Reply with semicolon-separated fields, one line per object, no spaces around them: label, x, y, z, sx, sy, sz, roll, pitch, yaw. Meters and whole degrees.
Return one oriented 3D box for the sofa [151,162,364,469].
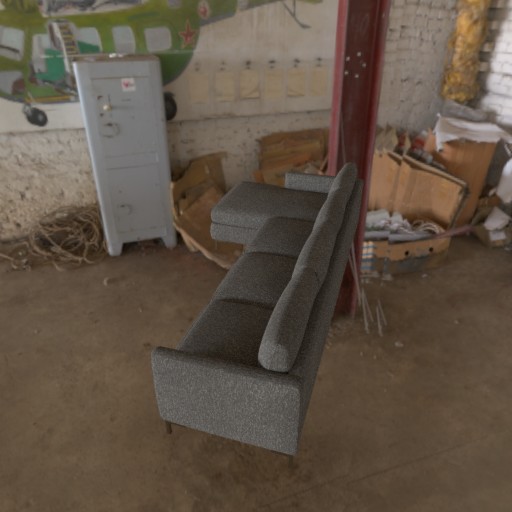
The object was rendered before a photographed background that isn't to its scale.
sofa;0.000;0.000;3.498;1.350;0.810;2.932;9;31;15
